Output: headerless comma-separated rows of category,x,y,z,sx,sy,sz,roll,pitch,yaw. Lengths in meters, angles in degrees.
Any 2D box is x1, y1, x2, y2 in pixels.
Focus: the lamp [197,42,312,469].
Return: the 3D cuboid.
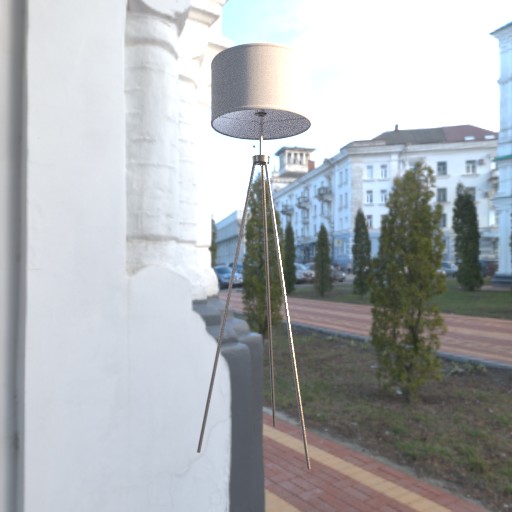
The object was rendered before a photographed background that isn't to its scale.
lamp,0.000,0.000,1.781,0.458,1.545,0.448,0,-1,-18
